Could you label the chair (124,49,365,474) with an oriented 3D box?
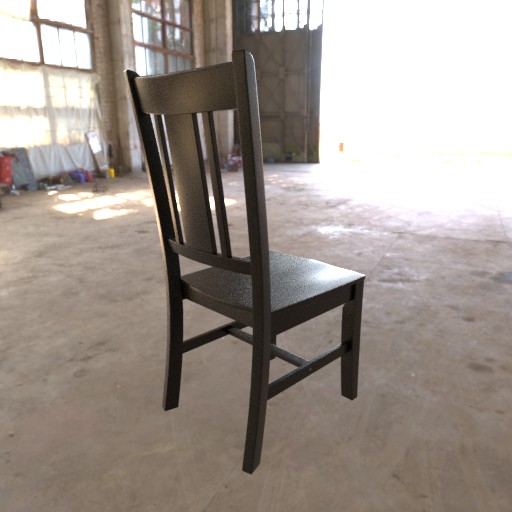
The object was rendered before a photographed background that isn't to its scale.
[{"bbox_3d":[0.000,0.000,1.288,0.555,0.998,0.450,-15,22,-43],"label":"chair"}]
